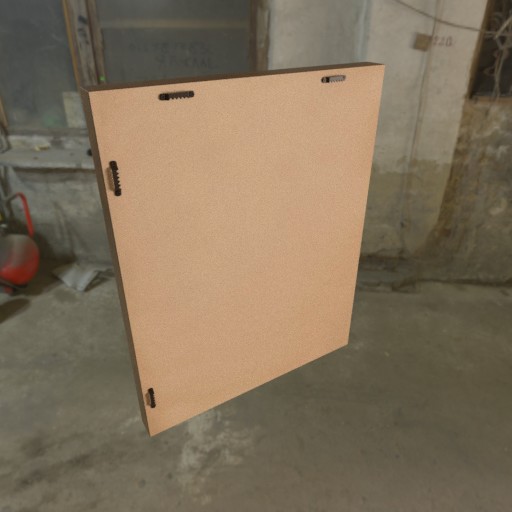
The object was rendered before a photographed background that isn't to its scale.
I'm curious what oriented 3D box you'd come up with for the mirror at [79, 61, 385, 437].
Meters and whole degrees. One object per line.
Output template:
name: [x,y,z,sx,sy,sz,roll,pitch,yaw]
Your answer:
mirror: [0.000,0.000,0.663,0.406,0.509,0.041,-17,34,-27]
